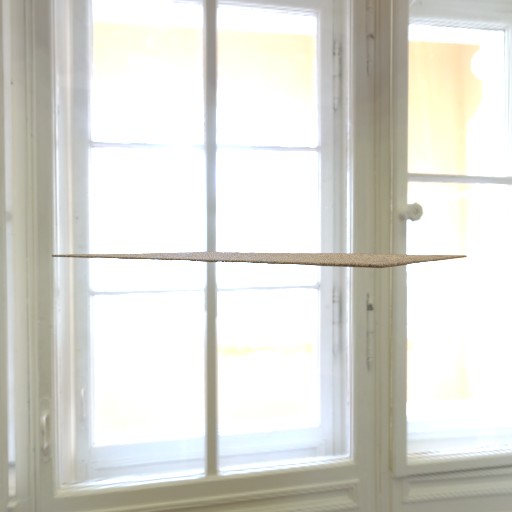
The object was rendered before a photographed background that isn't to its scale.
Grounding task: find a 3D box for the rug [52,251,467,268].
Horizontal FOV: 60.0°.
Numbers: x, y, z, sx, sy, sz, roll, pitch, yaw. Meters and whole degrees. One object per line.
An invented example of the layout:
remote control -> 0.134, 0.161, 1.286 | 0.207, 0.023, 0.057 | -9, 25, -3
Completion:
rug -> 0.000, 0.000, 2.937 | 2.283, 0.013, 1.547 | 1, 2, 36
